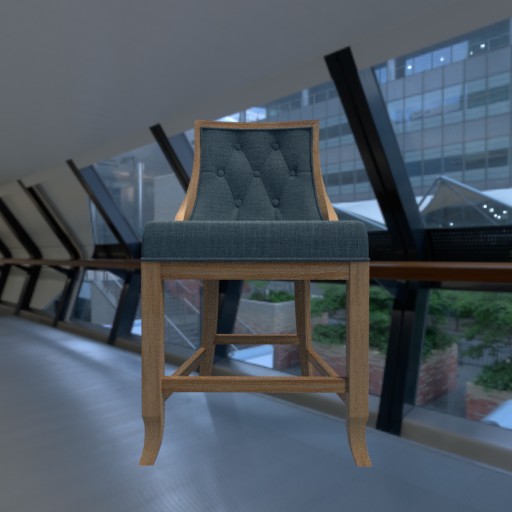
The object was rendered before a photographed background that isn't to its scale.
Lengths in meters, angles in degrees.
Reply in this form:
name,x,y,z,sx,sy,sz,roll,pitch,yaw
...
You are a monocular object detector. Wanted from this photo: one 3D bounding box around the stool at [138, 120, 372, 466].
name,x,y,z,sx,sy,sz,roll,pitch,yaw
stool,0.000,0.000,1.297,0.524,0.938,0.626,0,1,0
